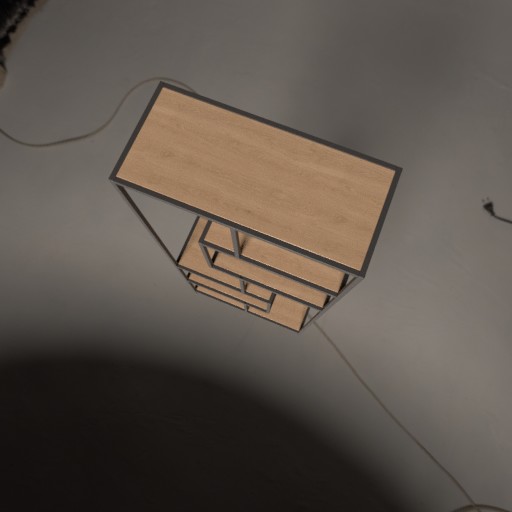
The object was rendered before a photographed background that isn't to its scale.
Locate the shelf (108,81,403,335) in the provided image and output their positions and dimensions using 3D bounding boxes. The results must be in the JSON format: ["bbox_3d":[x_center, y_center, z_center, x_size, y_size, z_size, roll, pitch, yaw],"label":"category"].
[{"bbox_3d":[0.000,0.000,2.161,0.770,1.850,0.350,21,76,6],"label":"shelf"}]
